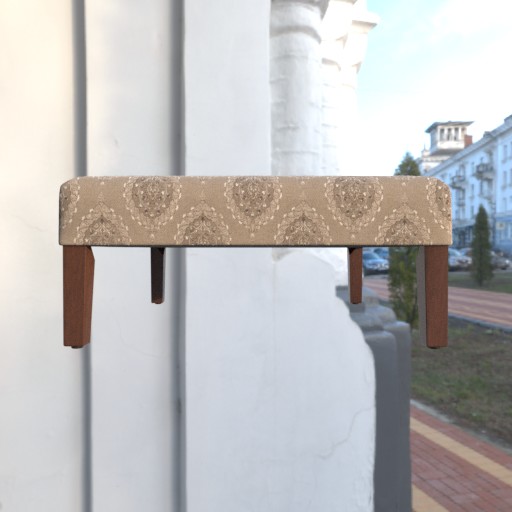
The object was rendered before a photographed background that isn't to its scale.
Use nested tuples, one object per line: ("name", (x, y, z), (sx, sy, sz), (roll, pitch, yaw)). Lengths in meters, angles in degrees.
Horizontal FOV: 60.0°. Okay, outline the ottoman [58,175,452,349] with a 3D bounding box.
("ottoman", (0.000, 0.000, 1.431), (0.889, 0.411, 0.890), (0, 1, 0))
